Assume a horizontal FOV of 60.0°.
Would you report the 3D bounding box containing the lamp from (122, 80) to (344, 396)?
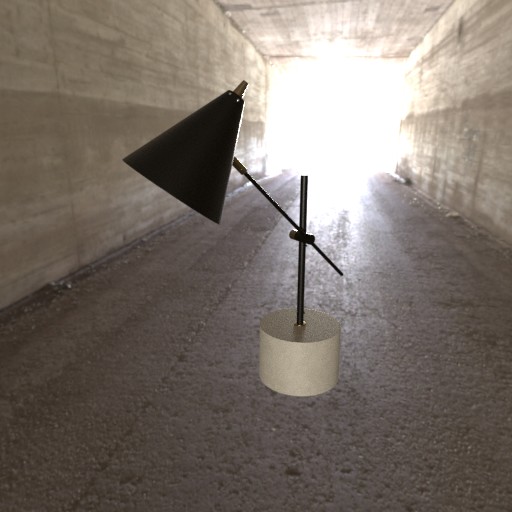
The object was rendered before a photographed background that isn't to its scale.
[{"bbox_3d":[0.000,0.000,0.715,0.403,0.518,0.214,-8,18,-24],"label":"lamp"}]
